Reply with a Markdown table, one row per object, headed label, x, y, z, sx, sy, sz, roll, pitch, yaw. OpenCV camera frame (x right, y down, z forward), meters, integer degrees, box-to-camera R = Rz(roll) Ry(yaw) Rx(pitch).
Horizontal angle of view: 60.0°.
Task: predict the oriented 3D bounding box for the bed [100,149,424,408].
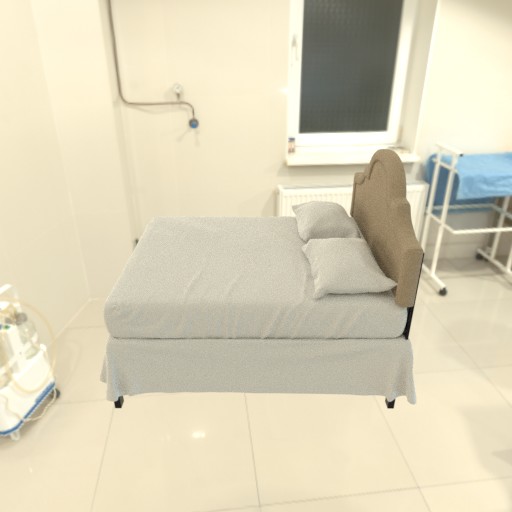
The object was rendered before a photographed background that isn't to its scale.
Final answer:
| label | x | y | z | sx | sy | sz | roll | pitch | yaw |
| --- | --- | --- | --- | --- | --- | --- | --- | --- | --- |
| bed | 0.000 | 0.000 | 3.459 | 2.222 | 1.634 | 1.780 | 0 | 27 | 0 |
